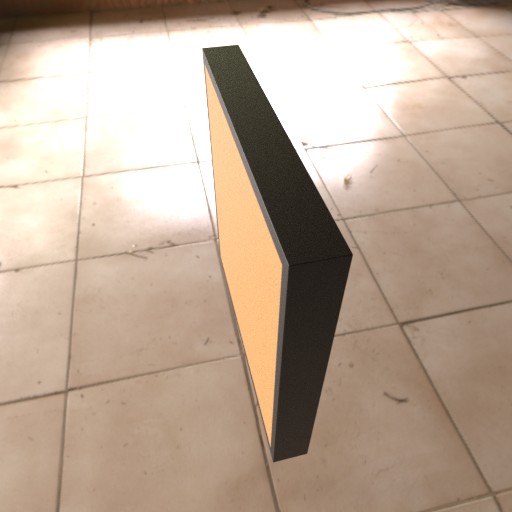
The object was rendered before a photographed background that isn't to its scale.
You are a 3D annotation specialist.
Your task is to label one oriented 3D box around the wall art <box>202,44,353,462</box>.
[{"bbox_3d":[0.000,0.000,0.455,0.038,0.304,0.304,-10,47,-9],"label":"wall art"}]
